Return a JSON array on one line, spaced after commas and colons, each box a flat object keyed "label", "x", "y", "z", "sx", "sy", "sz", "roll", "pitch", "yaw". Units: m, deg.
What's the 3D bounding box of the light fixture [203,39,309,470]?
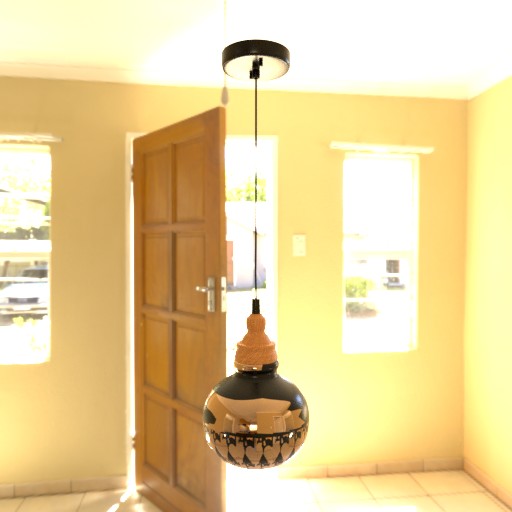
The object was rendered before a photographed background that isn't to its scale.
[{"label": "light fixture", "x": 0.000, "y": 0.000, "z": 1.786, "sx": 0.430, "sy": 1.606, "sz": 0.430, "roll": 0, "pitch": 1, "yaw": -17}]
